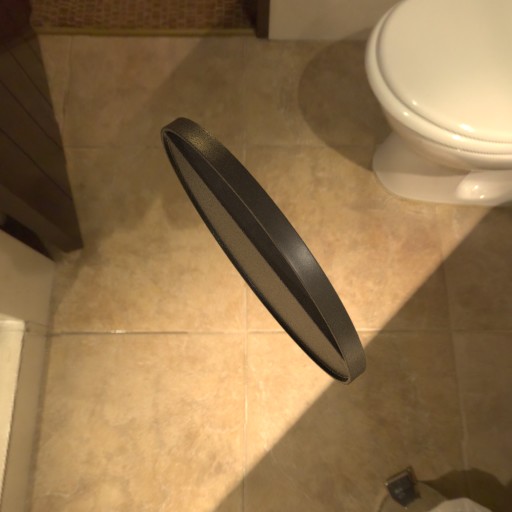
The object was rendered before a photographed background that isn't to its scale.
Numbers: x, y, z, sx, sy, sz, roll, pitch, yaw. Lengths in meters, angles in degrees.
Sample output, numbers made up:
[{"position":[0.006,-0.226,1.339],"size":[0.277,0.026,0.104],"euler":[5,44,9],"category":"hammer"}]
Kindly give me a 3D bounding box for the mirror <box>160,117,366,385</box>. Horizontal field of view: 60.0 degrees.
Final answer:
[{"position":[0.000,0.000,0.840],"size":[0.032,0.565,0.565],"euler":[-36,78,-9],"category":"mirror"}]
